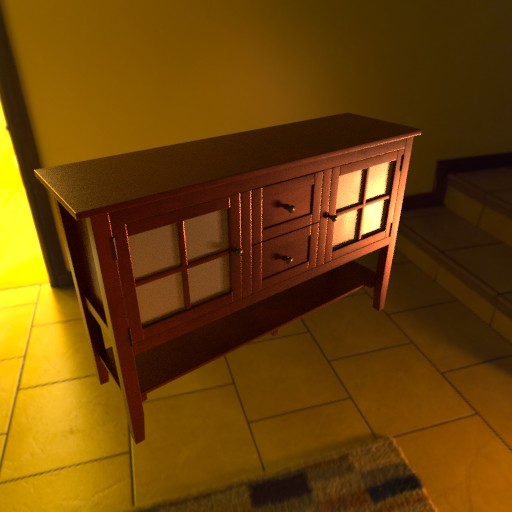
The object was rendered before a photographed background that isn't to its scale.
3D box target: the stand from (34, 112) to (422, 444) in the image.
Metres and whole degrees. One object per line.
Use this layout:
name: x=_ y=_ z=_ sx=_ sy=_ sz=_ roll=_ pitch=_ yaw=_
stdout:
stand: x=0.000 y=0.000 z=1.759 sx=1.362 sy=0.872 sz=0.410 roll=-20 pitch=35 yaw=-31
